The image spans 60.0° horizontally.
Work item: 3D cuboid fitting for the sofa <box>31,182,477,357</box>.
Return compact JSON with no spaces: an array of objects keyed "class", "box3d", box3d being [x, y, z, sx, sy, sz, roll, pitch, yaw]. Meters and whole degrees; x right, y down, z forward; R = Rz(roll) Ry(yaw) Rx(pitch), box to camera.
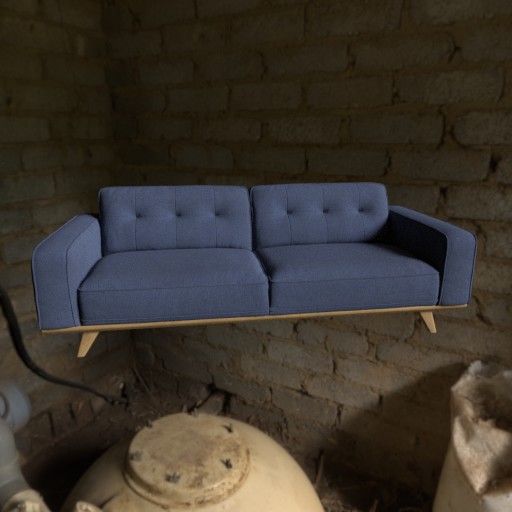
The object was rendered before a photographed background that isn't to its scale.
[{"class":"sofa","box3d":[0.000,0.000,2.669,2.270,0.782,0.953,-2,16,-8]}]
